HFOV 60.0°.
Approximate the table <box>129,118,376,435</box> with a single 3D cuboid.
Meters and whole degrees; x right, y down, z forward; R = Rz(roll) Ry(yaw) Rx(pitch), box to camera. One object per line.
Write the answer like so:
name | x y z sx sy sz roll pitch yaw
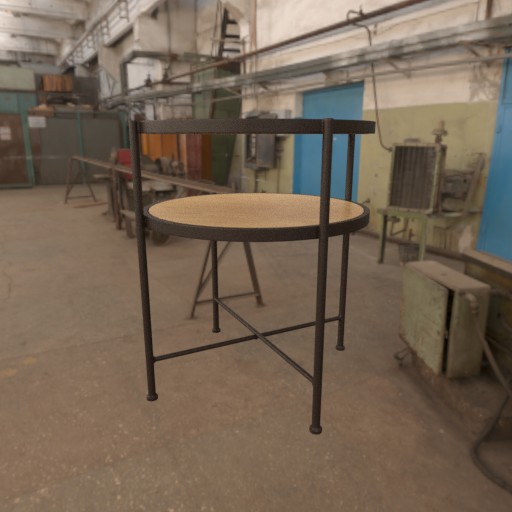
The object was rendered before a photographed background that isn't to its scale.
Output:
table | 0.000 0.000 1.183 0.629 0.684 0.628 -8 17 -26
